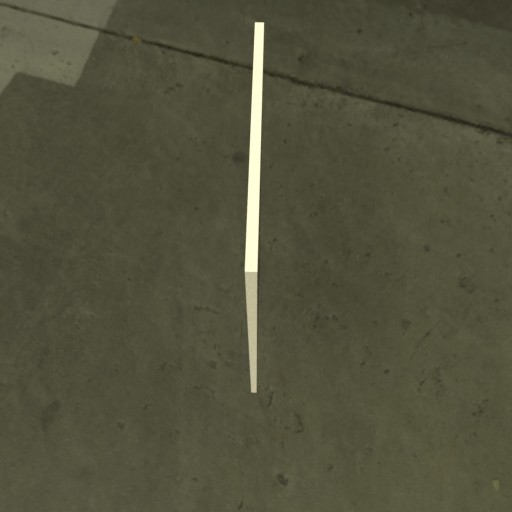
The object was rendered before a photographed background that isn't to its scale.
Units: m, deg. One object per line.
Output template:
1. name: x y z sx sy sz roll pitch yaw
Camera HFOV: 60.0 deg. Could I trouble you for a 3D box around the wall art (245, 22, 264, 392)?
1. wall art: 0.000 0.000 0.833 0.013 0.683 0.380 1 63 1
